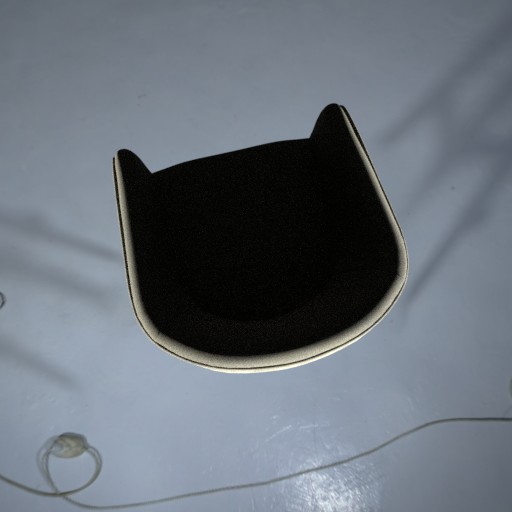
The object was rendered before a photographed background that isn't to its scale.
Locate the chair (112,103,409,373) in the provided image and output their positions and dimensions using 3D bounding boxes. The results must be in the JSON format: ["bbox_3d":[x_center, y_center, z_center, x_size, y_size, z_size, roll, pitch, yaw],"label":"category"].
[{"bbox_3d":[0.000,0.000,1.222,0.584,0.775,0.616,-13,76,-3],"label":"chair"}]
